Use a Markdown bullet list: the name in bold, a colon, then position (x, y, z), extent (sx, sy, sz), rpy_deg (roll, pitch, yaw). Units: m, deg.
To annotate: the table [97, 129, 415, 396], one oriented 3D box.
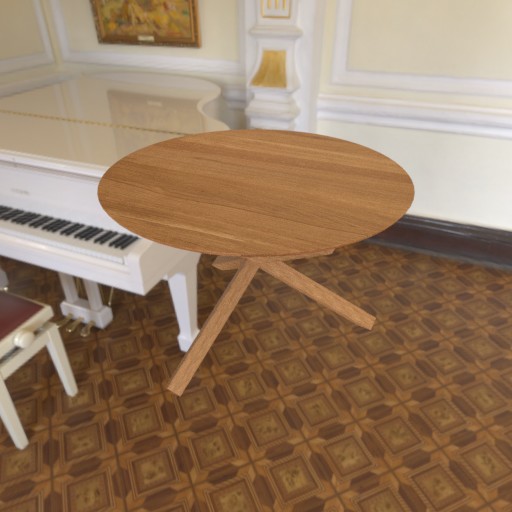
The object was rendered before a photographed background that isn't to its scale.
- **table**: position (0.000, 0.000, 1.691), extent (1.038, 0.666, 1.038), rpy_deg (0, 32, 0)
